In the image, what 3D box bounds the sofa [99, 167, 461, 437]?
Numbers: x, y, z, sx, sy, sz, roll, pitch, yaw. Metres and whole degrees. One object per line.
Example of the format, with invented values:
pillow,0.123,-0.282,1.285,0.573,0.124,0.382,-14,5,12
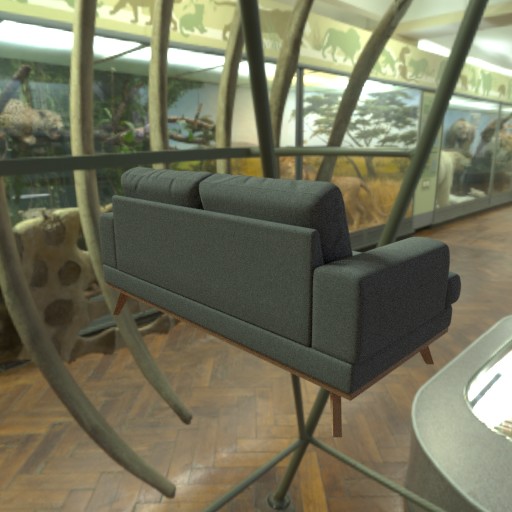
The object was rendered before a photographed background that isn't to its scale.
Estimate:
sofa,0.000,0.000,2.114,0.785,0.810,1.650,-14,20,-43
